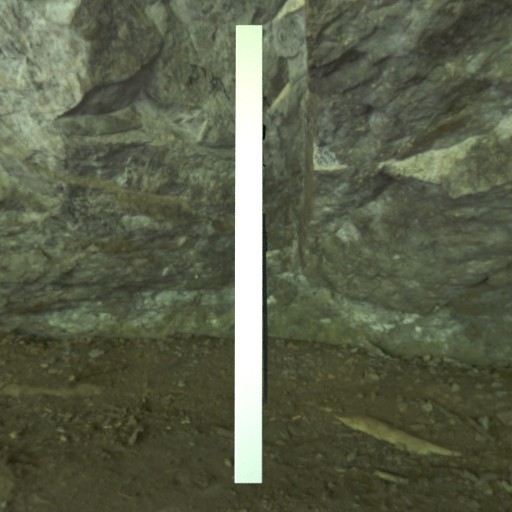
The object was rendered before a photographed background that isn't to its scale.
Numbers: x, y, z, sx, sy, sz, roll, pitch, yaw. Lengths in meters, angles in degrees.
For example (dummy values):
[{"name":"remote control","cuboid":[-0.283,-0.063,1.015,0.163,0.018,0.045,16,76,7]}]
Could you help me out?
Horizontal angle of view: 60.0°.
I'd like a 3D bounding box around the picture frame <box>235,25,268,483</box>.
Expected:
[{"name":"picture frame","cuboid":[0.000,0.000,0.527,0.036,0.386,0.307,0,-2,0]}]
